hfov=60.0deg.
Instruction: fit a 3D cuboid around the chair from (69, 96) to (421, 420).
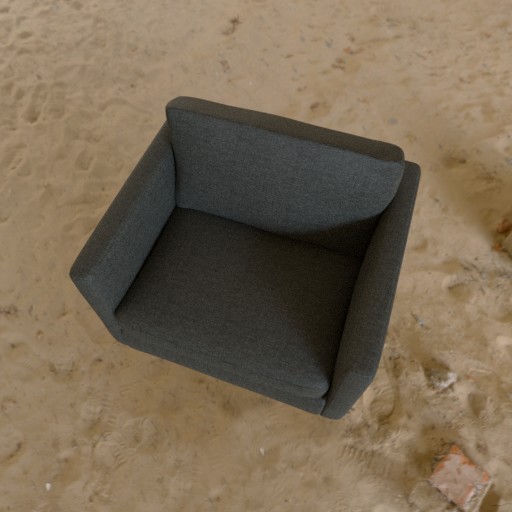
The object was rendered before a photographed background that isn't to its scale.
[{"bbox_3d":[0.000,0.000,1.869,1.107,0.963,0.959,17,61,10],"label":"chair"}]
